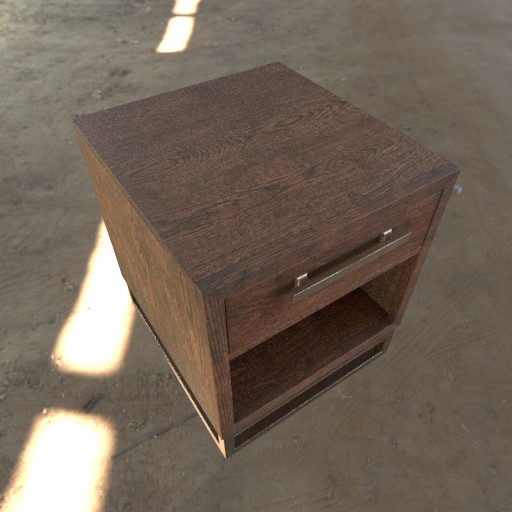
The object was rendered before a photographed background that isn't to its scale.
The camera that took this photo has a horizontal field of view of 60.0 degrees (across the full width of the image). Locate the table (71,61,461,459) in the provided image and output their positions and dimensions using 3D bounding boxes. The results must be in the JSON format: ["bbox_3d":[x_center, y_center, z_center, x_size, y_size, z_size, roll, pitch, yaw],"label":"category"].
[{"bbox_3d":[0.000,0.000,1.018,0.506,0.582,0.566,-25,51,-23],"label":"table"}]
